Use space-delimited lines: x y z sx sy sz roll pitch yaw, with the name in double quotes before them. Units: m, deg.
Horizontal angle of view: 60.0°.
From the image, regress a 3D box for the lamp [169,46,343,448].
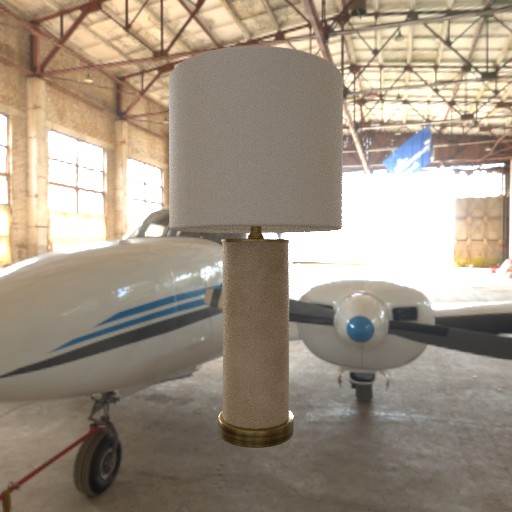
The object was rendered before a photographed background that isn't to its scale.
"lamp" 0.000 0.000 0.797 0.305 0.634 0.305 -1 1 -36
